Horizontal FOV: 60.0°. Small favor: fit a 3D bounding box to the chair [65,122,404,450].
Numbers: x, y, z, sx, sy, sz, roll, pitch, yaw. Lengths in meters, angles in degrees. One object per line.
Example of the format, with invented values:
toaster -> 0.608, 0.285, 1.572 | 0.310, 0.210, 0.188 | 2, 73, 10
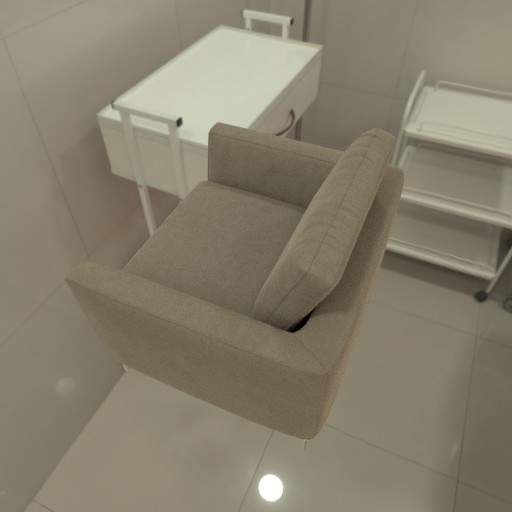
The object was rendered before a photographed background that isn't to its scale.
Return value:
chair -> 0.000, 0.000, 1.700 | 0.889, 0.864, 1.041 | 18, 49, 16
